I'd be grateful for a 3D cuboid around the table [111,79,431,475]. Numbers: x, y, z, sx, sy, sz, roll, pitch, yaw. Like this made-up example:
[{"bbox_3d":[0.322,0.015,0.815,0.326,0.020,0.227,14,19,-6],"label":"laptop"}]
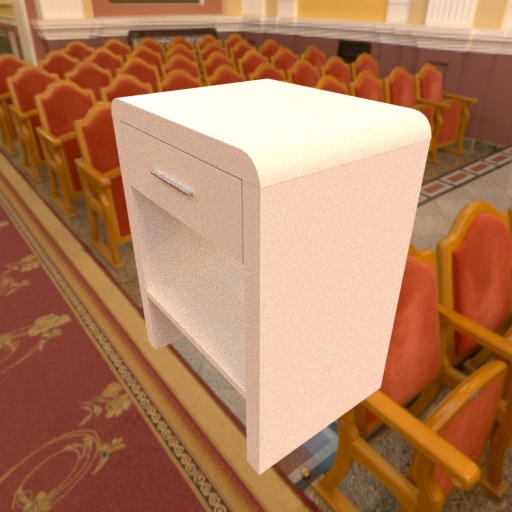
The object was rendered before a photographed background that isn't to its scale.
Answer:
[{"bbox_3d":[0.000,0.000,0.890,0.350,0.590,0.450,-21,37,-32],"label":"table"}]
